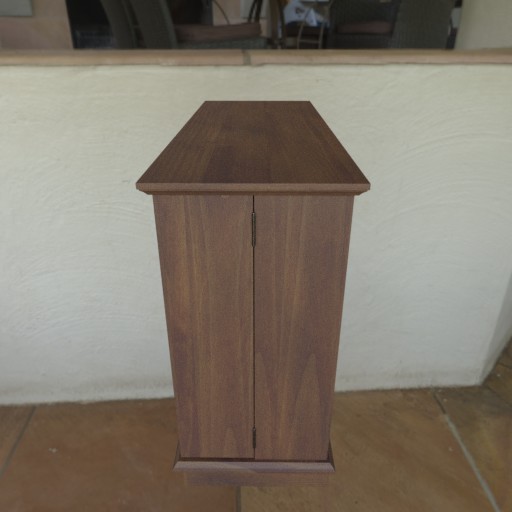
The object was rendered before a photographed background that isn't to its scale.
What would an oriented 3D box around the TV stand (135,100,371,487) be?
[{"bbox_3d":[0.000,0.000,1.423,0.406,0.813,1.067,0,27,1],"label":"TV stand"}]
